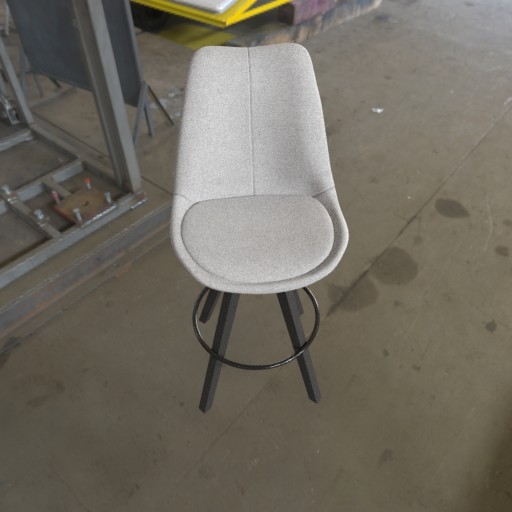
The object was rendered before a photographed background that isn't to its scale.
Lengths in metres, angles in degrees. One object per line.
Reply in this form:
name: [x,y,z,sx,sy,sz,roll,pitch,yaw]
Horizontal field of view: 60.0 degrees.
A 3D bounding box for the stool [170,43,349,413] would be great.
stool: [0.000,0.000,1.411,0.485,1.115,0.550,-4,46,-4]
